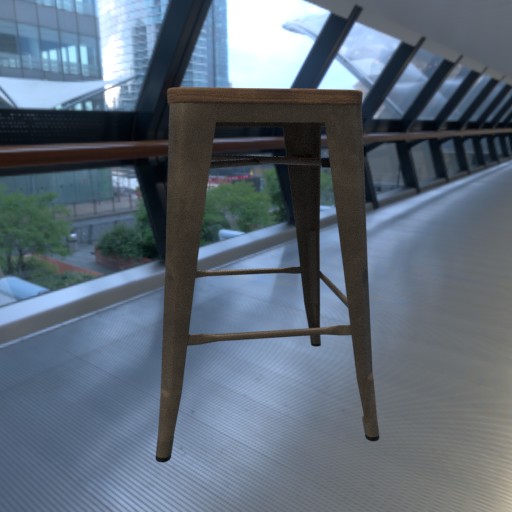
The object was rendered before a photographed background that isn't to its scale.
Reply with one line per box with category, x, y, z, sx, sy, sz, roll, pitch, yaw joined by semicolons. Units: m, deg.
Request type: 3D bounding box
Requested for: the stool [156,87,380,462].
stool;0.000;0.000;0.899;0.407;0.607;0.407;-2;15;-8
